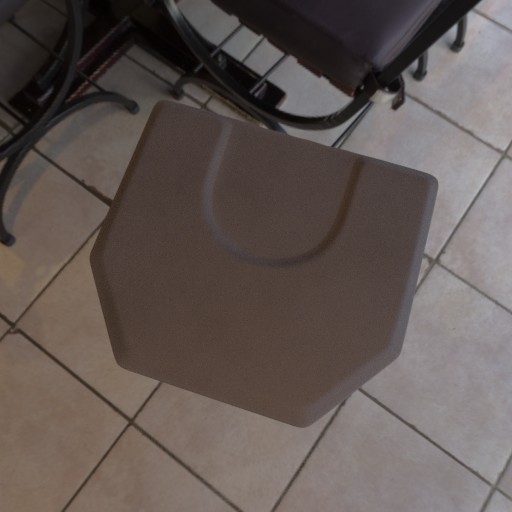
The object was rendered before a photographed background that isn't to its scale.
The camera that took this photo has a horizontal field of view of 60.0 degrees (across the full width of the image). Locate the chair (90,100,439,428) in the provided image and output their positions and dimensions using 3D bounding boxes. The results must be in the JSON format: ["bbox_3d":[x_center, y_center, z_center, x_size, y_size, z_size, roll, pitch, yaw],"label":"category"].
[{"bbox_3d":[0.000,0.000,1.903,1.372,0.024,1.219,17,75,5],"label":"chair"}]
